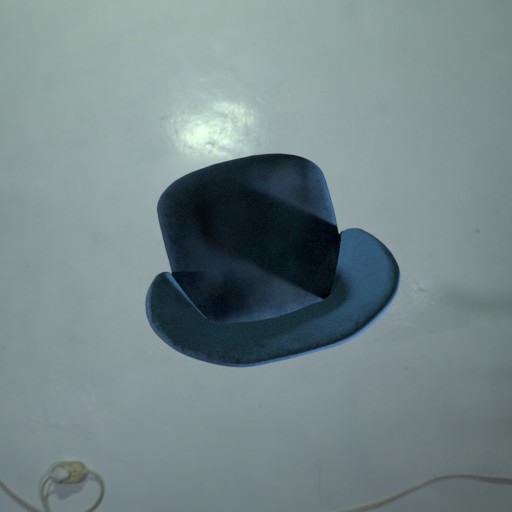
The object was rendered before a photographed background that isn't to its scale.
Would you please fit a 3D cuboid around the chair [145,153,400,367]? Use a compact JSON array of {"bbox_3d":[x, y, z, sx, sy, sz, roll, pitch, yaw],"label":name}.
[{"bbox_3d":[0.000,0.000,1.213,0.527,0.860,0.577,-13,76,-3],"label":"chair"}]
